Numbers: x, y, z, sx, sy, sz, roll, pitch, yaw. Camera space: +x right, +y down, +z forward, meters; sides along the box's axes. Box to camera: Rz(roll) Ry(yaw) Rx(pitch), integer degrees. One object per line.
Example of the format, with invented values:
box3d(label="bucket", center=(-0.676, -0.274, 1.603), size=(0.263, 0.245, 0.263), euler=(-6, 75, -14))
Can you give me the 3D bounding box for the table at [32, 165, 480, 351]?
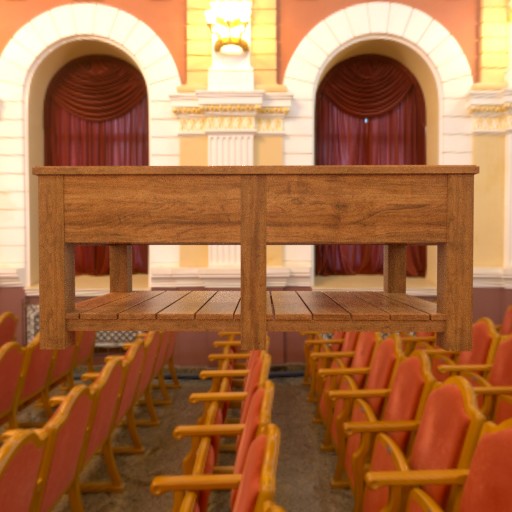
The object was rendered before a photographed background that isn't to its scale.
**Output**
box3d(label="table", center=(0.000, 0.000, 1.461), size=(1.150, 0.480, 0.635), euler=(0, 1, 1))
